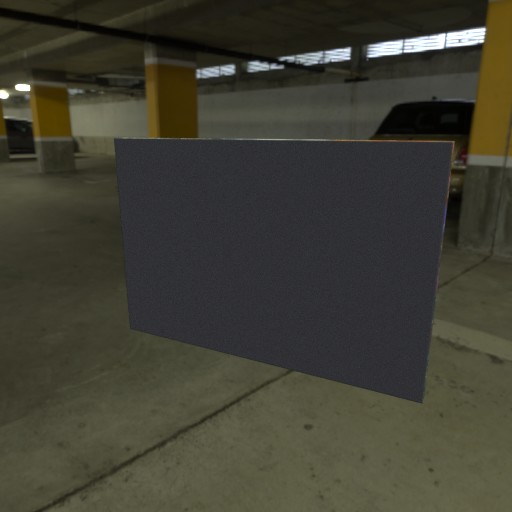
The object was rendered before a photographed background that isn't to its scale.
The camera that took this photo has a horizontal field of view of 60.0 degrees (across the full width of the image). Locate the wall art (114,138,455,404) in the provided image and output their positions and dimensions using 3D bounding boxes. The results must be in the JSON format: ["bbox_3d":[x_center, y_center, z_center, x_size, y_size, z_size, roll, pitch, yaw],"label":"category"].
[{"bbox_3d":[0.000,0.000,1.186,0.908,0.604,0.037,8,18,26],"label":"wall art"}]
